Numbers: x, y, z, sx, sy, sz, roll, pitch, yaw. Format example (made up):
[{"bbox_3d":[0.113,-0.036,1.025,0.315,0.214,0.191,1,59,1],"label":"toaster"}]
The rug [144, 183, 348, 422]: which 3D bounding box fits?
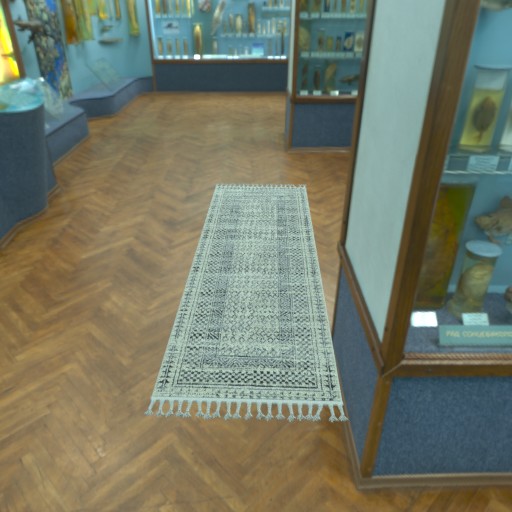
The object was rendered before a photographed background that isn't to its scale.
[{"bbox_3d":[0.000,0.000,2.747,0.786,0.013,2.480,1,30,2],"label":"rug"}]
